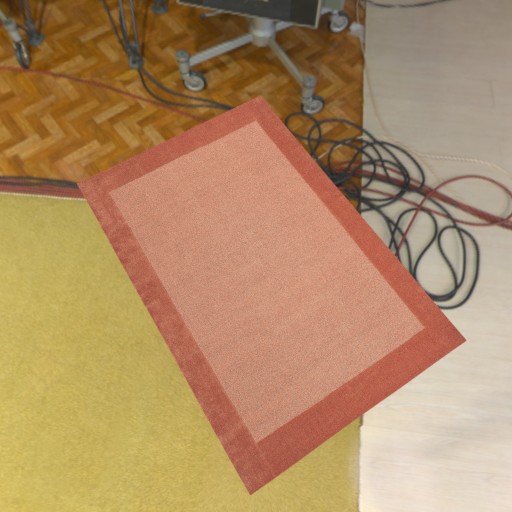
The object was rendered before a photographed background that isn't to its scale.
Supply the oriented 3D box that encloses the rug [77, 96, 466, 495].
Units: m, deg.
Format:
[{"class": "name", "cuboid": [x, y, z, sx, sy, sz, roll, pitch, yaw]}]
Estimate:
[{"class": "rug", "cuboid": [0.000, 0.000, 2.301, 1.219, 0.014, 1.829, -30, 69, -13]}]
